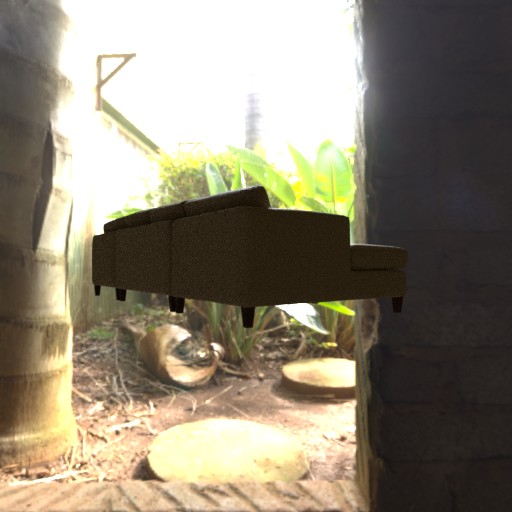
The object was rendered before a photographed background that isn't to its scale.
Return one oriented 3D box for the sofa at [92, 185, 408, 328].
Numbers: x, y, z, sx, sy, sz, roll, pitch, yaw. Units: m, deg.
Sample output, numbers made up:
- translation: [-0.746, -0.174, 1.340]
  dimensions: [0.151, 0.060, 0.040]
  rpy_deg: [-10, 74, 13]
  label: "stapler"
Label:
- translation: [0.000, 0.000, 4.819]
  dimensions: [2.593, 0.959, 3.460]
  rpy_deg: [1, -1, -35]
  label: "sofa"
